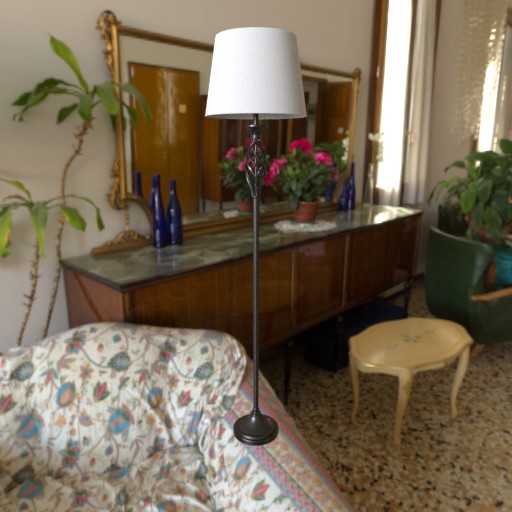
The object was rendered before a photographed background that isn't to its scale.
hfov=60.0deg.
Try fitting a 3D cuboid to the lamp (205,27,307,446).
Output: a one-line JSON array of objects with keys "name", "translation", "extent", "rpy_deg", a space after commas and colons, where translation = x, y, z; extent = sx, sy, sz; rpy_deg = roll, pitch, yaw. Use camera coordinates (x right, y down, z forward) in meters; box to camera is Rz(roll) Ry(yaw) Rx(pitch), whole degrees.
[{"name": "lamp", "translation": [0.000, 0.000, 1.794], "extent": [0.379, 1.623, 0.379], "rpy_deg": [0, 14, 0]}]
